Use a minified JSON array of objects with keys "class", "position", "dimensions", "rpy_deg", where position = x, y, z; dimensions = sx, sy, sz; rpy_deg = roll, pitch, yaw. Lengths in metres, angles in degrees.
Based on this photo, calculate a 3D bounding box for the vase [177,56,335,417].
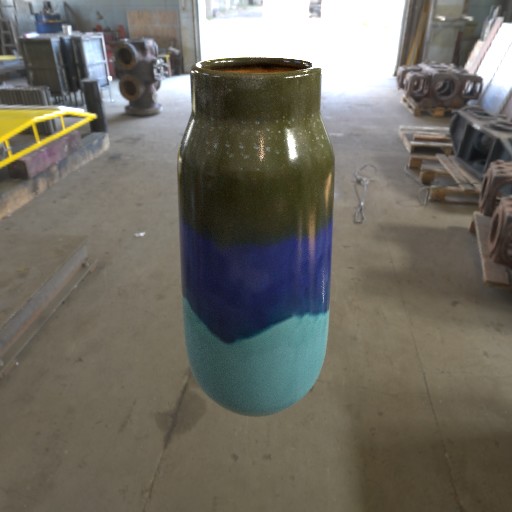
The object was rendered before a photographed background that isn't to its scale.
[{"class":"vase","position":[0.000,0.000,0.390],"dimensions":[0.139,0.313,0.139],"rpy_deg":[0,30,0]}]
